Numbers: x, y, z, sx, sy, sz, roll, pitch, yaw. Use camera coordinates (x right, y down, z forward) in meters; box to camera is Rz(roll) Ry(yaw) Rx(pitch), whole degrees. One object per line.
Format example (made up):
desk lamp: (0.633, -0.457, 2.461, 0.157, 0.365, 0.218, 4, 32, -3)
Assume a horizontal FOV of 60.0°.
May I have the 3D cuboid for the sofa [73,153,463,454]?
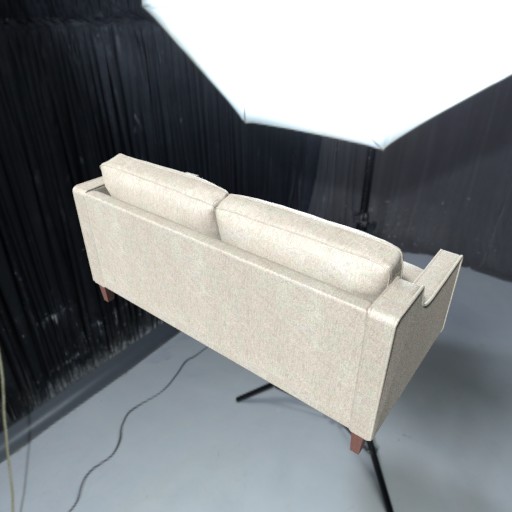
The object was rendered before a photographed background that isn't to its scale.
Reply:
sofa: (0.000, 0.000, 2.799, 2.181, 1.074, 1.073, 22, 37, 32)
